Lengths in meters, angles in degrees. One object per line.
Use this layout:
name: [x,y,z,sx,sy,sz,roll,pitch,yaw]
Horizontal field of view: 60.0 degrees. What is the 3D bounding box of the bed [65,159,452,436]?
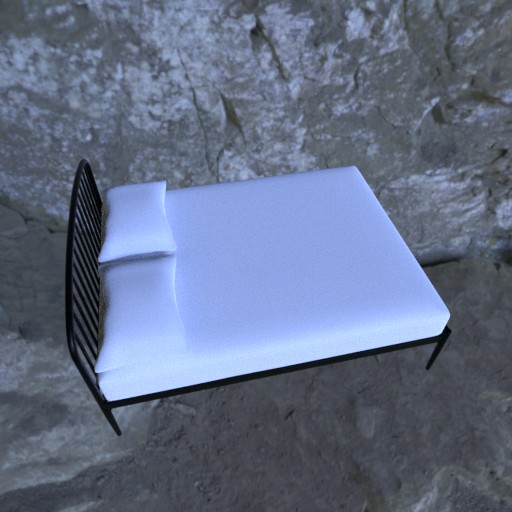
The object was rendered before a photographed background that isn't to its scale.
bed: [0.000,0.000,3.062,2.159,1.166,1.618,-9,47,-9]
